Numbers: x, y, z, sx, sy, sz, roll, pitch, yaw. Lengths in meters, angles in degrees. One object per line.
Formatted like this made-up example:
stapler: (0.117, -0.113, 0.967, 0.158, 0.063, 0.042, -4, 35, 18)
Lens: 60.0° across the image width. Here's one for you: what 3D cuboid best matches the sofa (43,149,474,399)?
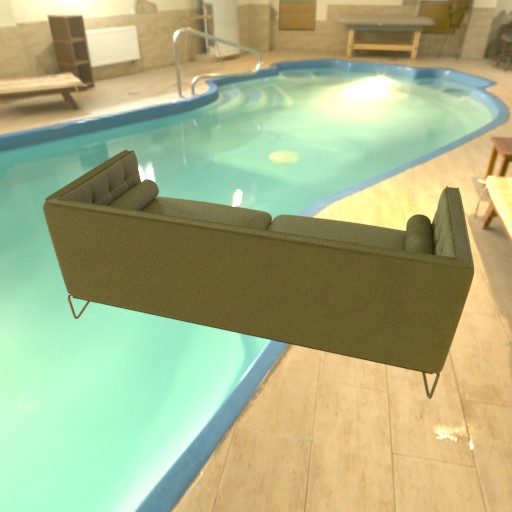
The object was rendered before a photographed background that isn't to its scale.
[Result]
sofa: (0.000, 0.000, 2.532, 2.087, 0.789, 0.867, 9, 34, 14)
